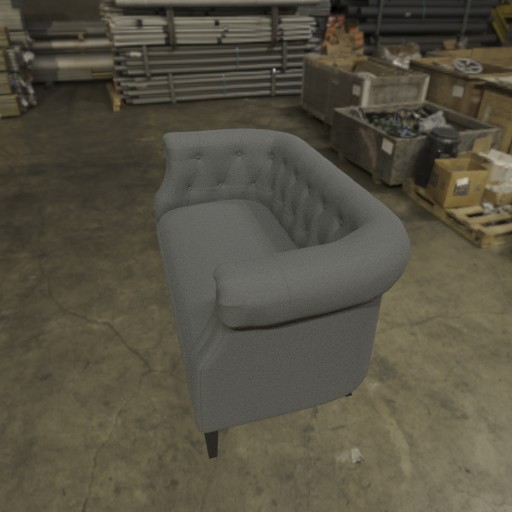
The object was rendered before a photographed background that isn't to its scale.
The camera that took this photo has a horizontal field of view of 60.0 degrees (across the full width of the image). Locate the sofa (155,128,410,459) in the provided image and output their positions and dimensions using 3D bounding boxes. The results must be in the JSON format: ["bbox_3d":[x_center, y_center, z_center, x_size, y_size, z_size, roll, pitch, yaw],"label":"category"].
[{"bbox_3d":[0.000,0.000,2.079,0.835,0.827,1.558,-9,33,-14],"label":"sofa"}]
